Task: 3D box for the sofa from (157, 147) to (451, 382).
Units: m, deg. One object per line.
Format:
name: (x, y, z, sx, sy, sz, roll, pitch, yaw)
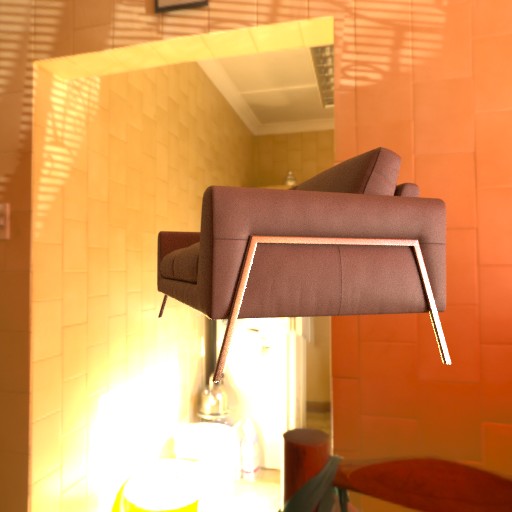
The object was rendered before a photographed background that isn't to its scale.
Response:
sofa: (0.000, 0.000, 2.524, 0.953, 0.875, 2.017, 1, -2, -17)
